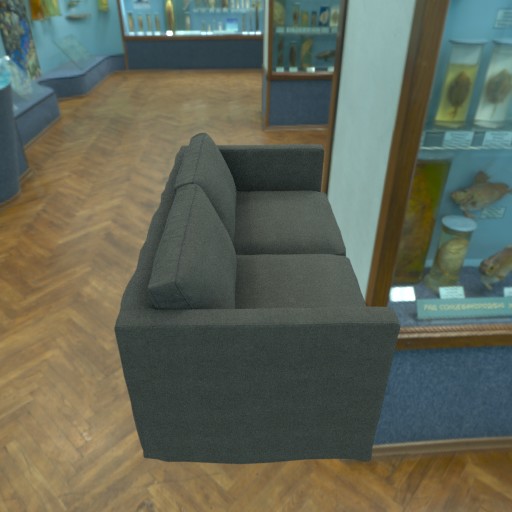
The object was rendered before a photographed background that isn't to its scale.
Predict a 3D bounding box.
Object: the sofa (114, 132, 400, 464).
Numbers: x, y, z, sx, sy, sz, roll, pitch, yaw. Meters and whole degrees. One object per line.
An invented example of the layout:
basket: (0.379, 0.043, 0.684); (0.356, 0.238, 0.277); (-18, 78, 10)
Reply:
sofa: (0.000, 0.000, 2.323); (0.974, 0.854, 1.802); (-1, 33, -1)
